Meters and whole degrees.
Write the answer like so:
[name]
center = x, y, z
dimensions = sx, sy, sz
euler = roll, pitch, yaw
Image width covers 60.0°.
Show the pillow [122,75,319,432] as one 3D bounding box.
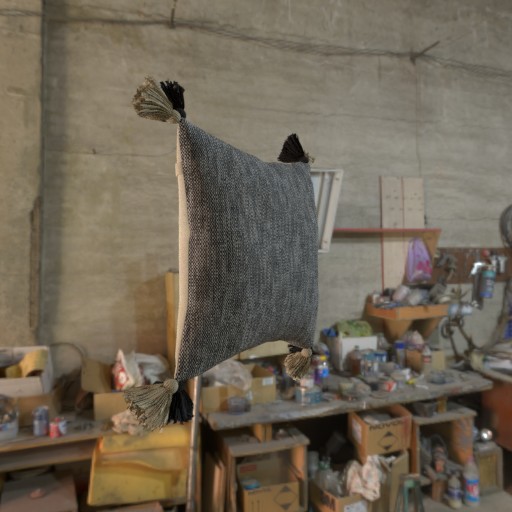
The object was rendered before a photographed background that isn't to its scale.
[pillow]
center = 0.000, 0.000, 0.981
dimensions = 0.170, 0.659, 0.654
euler = -1, -1, 36
